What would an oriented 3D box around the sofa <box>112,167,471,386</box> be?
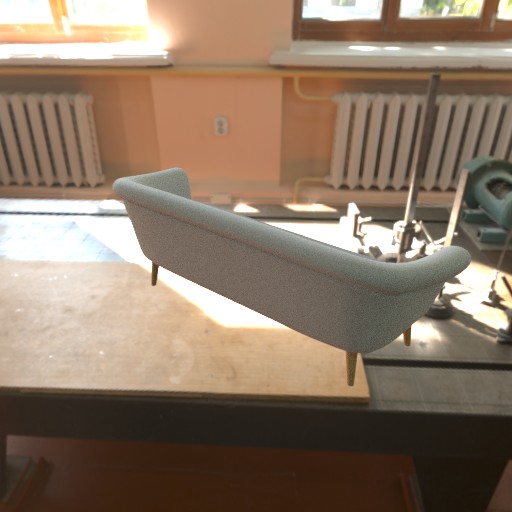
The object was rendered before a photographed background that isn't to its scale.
[{"bbox_3d":[0.000,0.000,2.635,2.160,0.795,0.827,21,36,32],"label":"sofa"}]
